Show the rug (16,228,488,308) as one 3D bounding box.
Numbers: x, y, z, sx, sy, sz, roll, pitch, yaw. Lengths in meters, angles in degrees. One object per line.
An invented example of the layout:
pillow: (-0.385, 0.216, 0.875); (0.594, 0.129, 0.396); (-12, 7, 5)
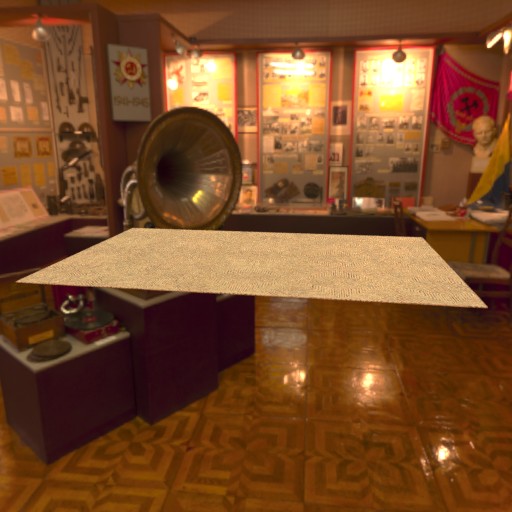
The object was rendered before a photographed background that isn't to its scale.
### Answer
rug: (0.000, 0.000, 2.968); (2.428, 0.007, 1.519); (2, 15, 9)
